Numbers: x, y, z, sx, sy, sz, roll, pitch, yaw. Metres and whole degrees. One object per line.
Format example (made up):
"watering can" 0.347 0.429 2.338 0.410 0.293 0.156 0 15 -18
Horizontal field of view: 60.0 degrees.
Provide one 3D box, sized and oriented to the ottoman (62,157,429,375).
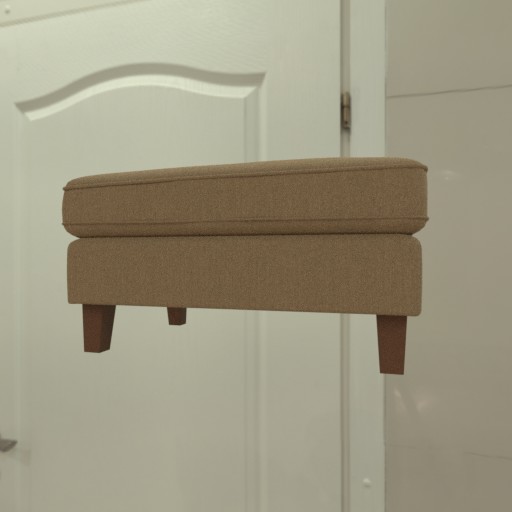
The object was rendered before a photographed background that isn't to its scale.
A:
"ottoman" 0.000 0.000 1.343 0.945 0.521 0.636 0 0 16
